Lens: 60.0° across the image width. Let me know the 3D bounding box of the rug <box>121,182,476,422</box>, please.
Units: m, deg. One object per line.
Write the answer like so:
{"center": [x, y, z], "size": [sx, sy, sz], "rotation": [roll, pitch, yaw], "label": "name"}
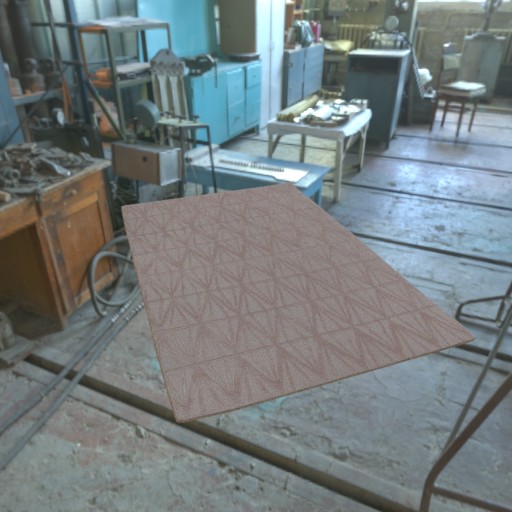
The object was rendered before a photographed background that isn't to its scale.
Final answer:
{"center": [0.000, 0.000, 2.339], "size": [1.230, 0.025, 1.837], "rotation": [-11, 32, -17], "label": "rug"}
